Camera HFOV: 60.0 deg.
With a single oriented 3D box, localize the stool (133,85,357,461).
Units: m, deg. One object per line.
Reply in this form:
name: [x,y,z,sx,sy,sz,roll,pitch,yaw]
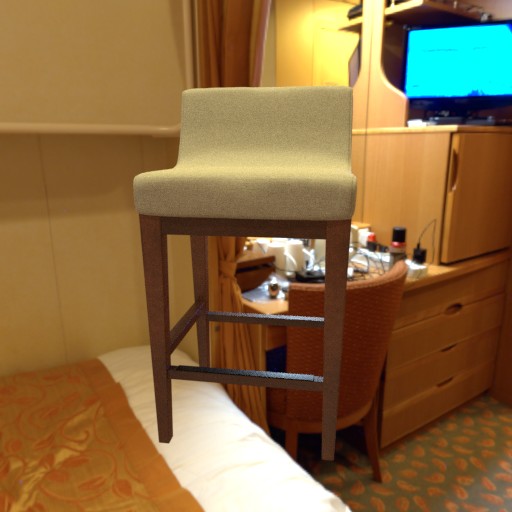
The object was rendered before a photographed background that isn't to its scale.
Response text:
stool: [0.000,0.000,1.245,0.511,0.937,0.500,2,14,9]
